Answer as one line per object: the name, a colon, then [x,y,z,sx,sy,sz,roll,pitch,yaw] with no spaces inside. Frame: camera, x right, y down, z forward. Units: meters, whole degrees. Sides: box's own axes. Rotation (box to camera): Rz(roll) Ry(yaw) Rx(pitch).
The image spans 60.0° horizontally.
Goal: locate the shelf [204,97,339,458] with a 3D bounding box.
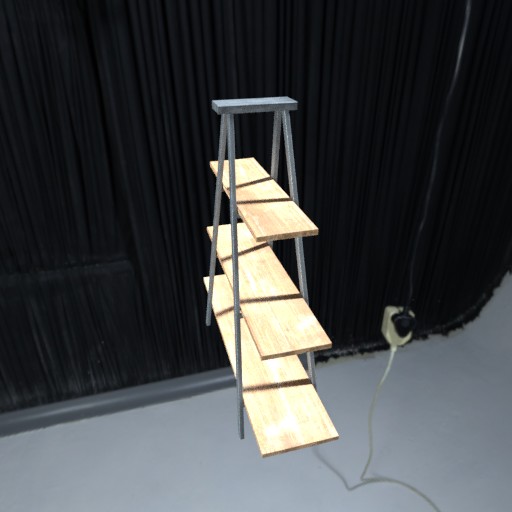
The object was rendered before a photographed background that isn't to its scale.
shelf: [0.000,0.000,2.706,0.508,1.808,1.746,-8,30,-14]
